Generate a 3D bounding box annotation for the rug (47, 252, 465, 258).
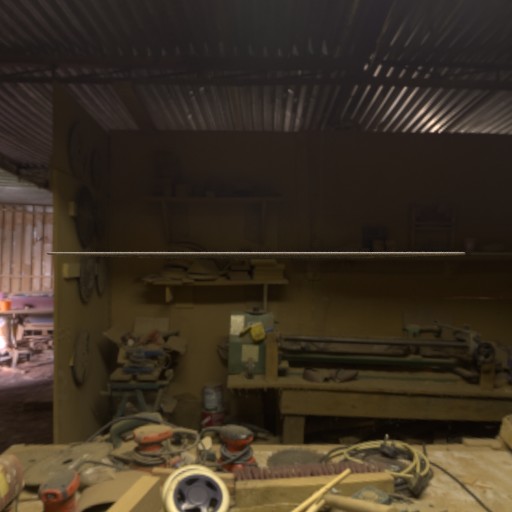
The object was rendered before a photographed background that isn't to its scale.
[{"bbox_3d":[0.000,0.000,4.049,2.423,0.019,3.009,0,-1,0],"label":"rug"}]
